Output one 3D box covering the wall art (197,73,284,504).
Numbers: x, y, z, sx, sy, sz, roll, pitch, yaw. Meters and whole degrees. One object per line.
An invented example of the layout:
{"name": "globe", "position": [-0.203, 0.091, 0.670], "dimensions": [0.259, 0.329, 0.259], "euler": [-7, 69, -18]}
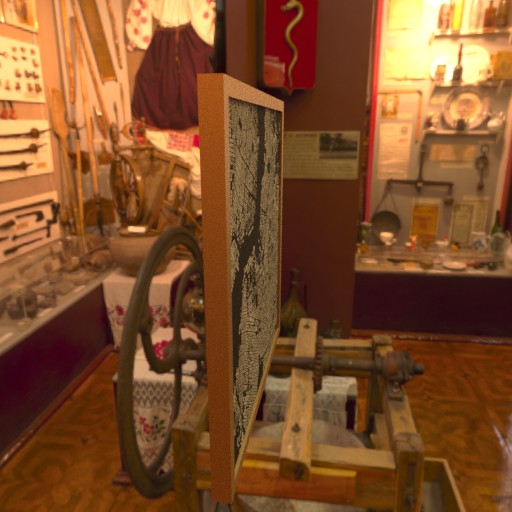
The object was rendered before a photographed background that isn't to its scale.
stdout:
{"name": "wall art", "position": [0.000, 0.000, 2.783], "dimensions": [0.099, 1.926, 1.926], "euler": [3, 16, 10]}
